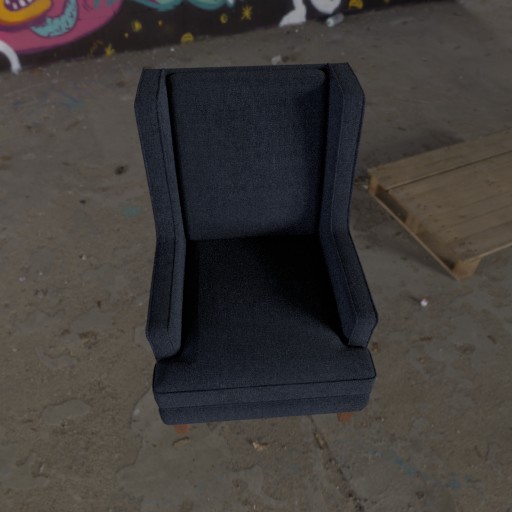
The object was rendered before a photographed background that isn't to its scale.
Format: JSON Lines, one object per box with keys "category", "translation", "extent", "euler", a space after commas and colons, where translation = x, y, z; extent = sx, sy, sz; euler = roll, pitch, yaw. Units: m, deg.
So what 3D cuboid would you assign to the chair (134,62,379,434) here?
{"category": "chair", "translation": [0.000, 0.000, 1.674], "extent": [0.764, 1.072, 0.947], "euler": [-3, 46, -3]}
